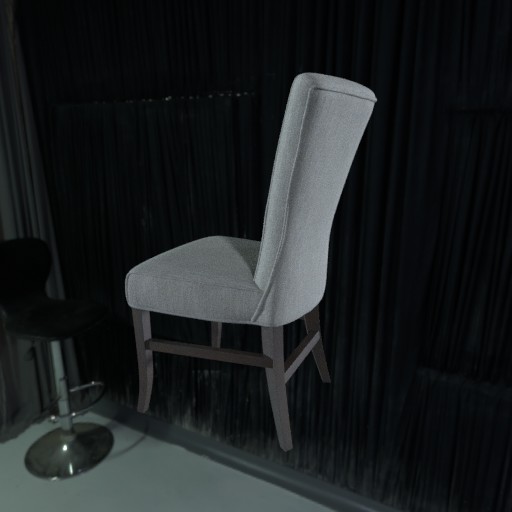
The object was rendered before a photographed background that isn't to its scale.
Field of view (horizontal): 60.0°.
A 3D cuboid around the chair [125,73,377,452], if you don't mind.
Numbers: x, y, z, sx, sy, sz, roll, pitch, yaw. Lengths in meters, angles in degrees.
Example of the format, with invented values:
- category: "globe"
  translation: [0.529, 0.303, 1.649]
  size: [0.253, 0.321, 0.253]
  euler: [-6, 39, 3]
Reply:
- category: "chair"
  translation: [0.000, 0.000, 1.378]
  size: [0.660, 0.991, 0.520]
  euler: [7, 17, 25]
